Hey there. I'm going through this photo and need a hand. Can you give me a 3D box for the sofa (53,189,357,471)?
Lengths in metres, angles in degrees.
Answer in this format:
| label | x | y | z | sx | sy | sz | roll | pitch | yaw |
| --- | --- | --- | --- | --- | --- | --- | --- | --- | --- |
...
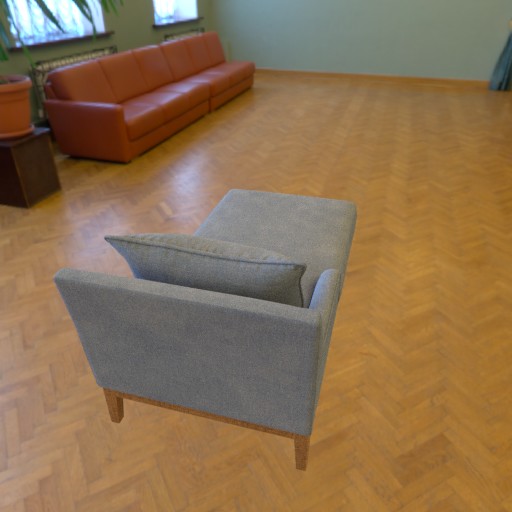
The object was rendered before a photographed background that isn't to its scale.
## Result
| label | x | y | z | sx | sy | sz | roll | pitch | yaw |
| --- | --- | --- | --- | --- | --- | --- | --- | --- | --- |
| sofa | 0.000 | 0.000 | 2.258 | 0.904 | 0.883 | 1.779 | 8 | 32 | 13 |
